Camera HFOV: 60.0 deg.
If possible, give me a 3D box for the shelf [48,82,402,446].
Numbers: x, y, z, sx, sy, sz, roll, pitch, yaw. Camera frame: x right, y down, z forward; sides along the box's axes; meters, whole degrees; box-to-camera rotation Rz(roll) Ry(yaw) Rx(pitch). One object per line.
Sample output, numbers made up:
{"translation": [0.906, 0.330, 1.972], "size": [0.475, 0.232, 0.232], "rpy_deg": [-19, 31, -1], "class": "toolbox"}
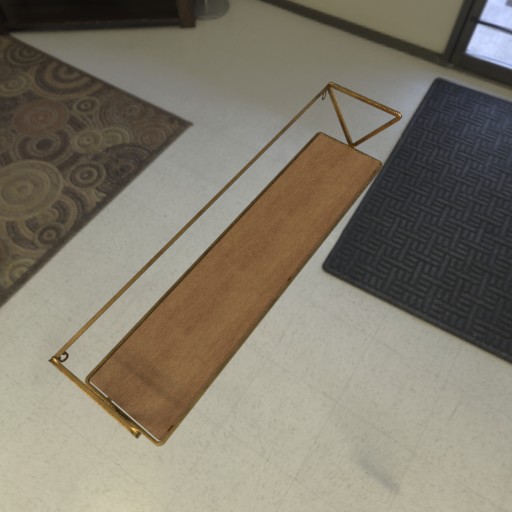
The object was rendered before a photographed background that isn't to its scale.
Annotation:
{"translation": [0.000, 0.000, 0.741], "size": [0.150, 0.229, 0.645], "rpy_deg": [32, 64, 18], "class": "shelf"}
